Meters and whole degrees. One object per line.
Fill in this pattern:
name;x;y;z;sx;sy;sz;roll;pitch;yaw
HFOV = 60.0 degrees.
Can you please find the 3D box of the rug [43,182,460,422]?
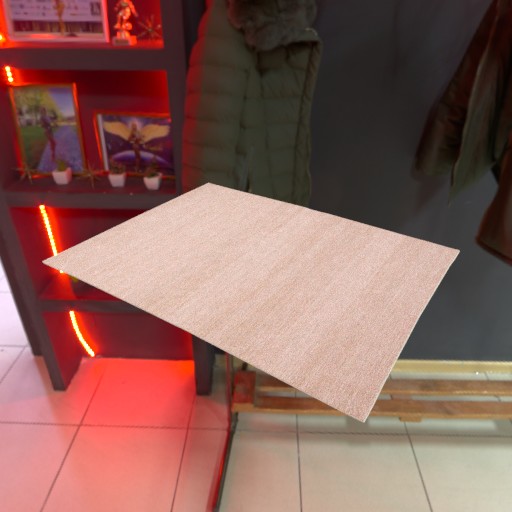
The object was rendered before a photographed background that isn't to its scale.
rug;0.000;0.000;4.236;3.202;0.045;2.434;19;36;29
